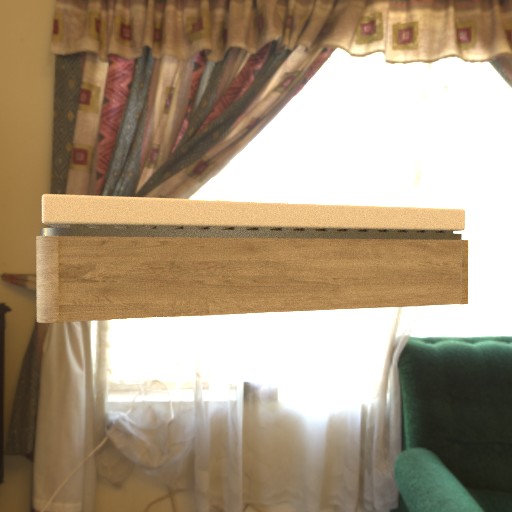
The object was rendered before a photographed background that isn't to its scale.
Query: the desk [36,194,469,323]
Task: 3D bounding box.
[{"bbox_3d":[0.000,0.000,2.248,1.900,0.455,0.900,0,1,-17],"label":"desk"}]
